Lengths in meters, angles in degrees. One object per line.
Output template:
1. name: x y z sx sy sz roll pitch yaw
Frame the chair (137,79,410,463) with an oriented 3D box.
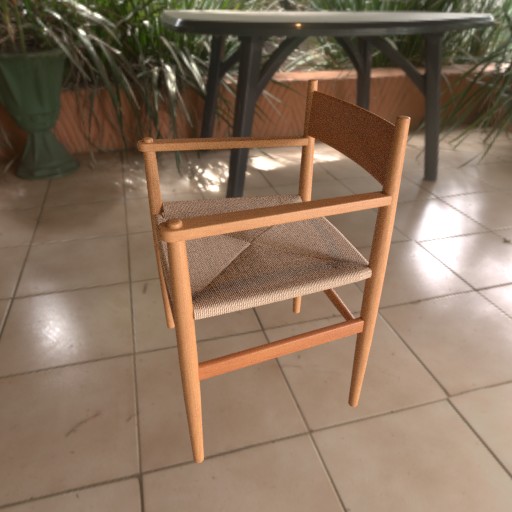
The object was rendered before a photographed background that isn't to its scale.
1. chair: 0.000 0.000 1.131 0.495 0.762 0.556 -9 32 -14
